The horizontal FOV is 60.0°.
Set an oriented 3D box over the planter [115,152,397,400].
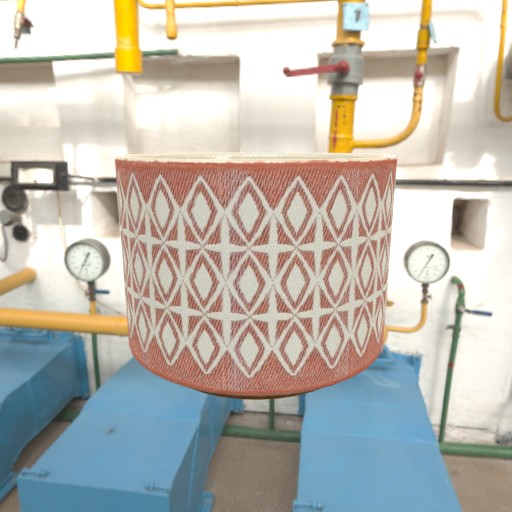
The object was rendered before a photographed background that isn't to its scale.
[{"bbox_3d":[0.000,0.000,0.333,0.192,0.148,0.192,0,14,0],"label":"planter"}]
